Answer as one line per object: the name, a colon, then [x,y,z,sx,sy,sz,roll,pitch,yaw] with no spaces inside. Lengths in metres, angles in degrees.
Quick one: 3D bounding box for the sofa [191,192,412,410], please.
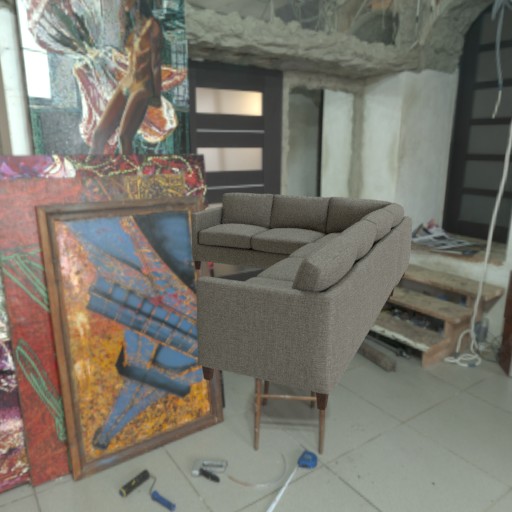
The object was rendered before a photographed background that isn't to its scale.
sofa: [0.000,0.000,4.447,2.593,0.947,3.302,7,15,25]
